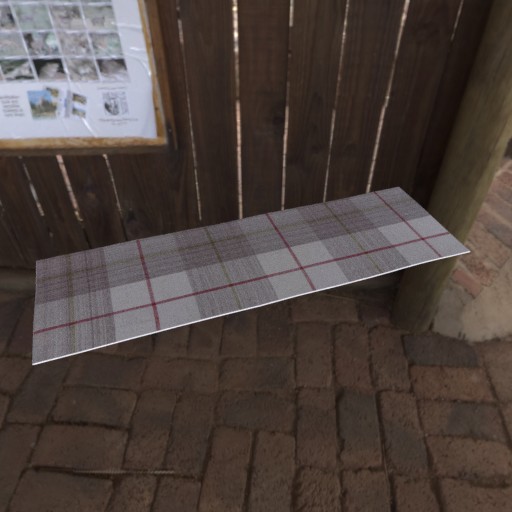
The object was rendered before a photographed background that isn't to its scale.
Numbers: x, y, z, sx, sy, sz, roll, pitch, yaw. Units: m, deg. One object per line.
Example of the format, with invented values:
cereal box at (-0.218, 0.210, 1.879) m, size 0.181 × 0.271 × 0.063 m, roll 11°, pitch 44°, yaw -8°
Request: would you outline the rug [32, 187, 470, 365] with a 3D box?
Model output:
rug at (0.000, 0.000, 2.609) m, size 2.439 × 0.013 × 0.762 m, roll -13°, pitch 42°, yaw -14°
